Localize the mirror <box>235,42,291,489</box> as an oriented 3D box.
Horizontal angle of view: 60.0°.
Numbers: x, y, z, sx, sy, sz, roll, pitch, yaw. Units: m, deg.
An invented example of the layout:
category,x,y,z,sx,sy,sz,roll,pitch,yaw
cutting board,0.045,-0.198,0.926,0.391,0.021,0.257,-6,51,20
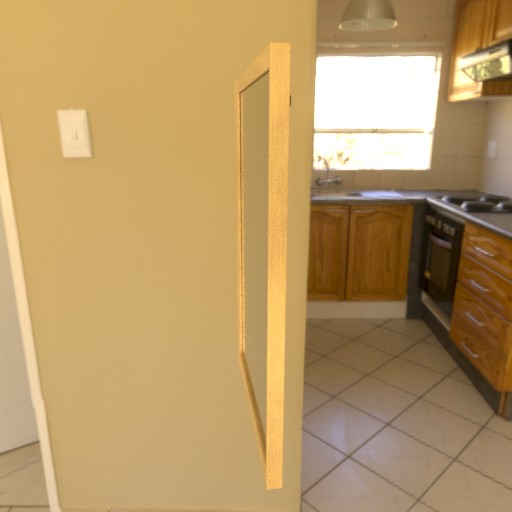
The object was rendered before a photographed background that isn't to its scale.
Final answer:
category,x,y,z,sx,sy,sz,roll,pitch,yaw
mirror,0.000,0.000,1.160,0.040,0.915,0.609,-2,16,-8
